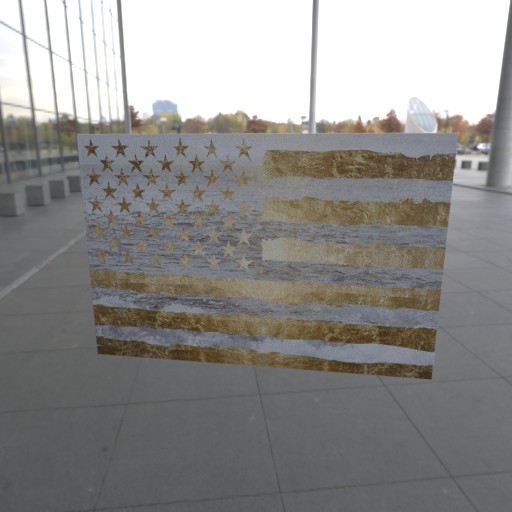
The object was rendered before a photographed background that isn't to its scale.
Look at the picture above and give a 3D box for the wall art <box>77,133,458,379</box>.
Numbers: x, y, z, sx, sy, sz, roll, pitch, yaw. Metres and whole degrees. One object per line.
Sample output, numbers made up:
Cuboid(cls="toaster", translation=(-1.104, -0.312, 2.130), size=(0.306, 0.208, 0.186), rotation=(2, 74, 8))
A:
Cuboid(cls="wall art", translation=(0.000, 0.000, 1.431), size=(1.145, 0.762, 0.041), rotation=(2, 14, 9))
